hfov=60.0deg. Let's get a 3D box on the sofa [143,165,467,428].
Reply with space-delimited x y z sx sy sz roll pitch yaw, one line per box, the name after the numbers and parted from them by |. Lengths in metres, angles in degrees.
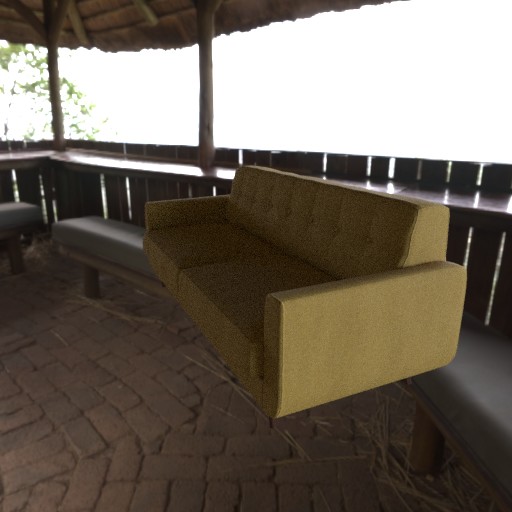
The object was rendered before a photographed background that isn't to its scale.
0.000 0.000 2.481 0.909 0.841 2.029 -8 19 -24 | sofa
